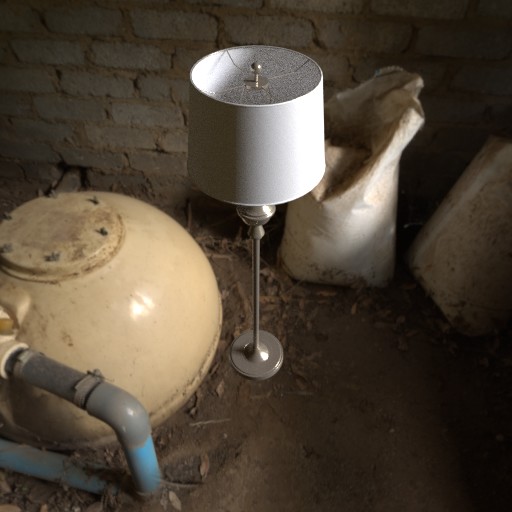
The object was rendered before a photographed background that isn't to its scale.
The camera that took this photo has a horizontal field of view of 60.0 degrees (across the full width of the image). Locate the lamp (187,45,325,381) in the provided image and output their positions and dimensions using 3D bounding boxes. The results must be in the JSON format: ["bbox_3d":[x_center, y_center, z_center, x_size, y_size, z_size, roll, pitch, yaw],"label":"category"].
[{"bbox_3d":[0.000,0.000,1.706,0.431,1.488,0.431,0,47,0],"label":"lamp"}]
